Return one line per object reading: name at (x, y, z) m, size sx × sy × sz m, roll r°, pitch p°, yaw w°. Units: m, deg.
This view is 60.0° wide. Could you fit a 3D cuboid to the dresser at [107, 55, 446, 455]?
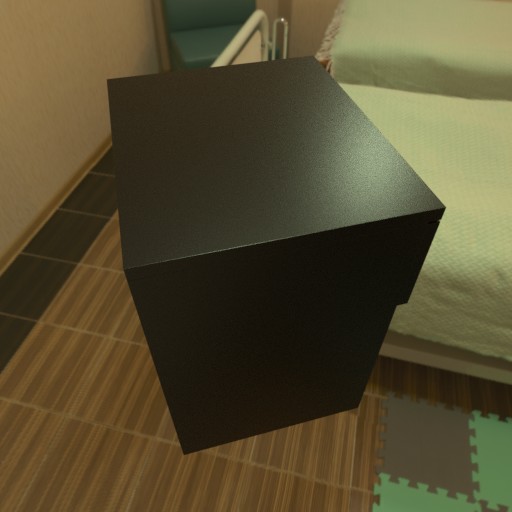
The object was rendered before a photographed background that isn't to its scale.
dresser at (0.000, 0.000, 0.741) m, size 0.360 × 0.470 × 0.400 m, roll -11°, pitch 47°, yaw -10°
